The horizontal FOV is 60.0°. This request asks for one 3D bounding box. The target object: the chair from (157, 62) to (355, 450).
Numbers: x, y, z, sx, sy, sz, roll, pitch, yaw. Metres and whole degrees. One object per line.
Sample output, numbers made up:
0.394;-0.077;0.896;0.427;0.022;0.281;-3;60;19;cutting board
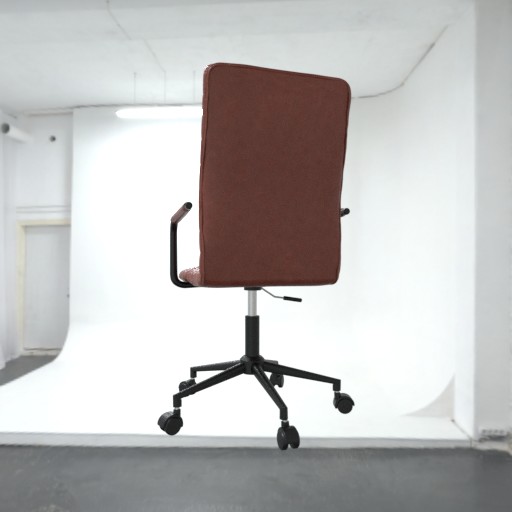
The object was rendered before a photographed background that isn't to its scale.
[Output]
0.000;0.000;1.372;0.608;0.979;0.580;0;0;-18;chair
